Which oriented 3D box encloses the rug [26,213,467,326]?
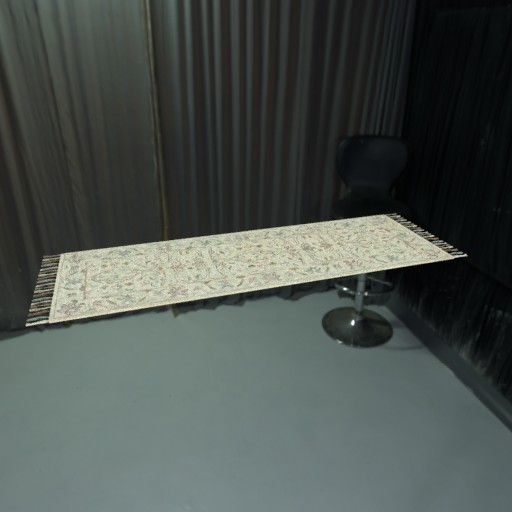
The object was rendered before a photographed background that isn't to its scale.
[{"bbox_3d":[0.000,0.000,2.670,2.440,0.013,0.769,-8,27,-16],"label":"rug"}]
